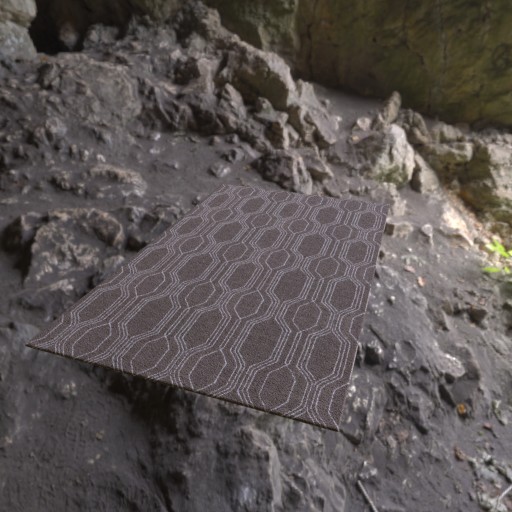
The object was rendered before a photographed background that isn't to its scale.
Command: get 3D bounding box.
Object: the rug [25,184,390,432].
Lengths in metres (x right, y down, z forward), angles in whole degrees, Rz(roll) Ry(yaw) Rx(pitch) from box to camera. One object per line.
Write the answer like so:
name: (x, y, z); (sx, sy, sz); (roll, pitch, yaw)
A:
rug: (0.000, 0.000, 2.958); (1.541, 0.012, 2.457); (10, 30, 17)
